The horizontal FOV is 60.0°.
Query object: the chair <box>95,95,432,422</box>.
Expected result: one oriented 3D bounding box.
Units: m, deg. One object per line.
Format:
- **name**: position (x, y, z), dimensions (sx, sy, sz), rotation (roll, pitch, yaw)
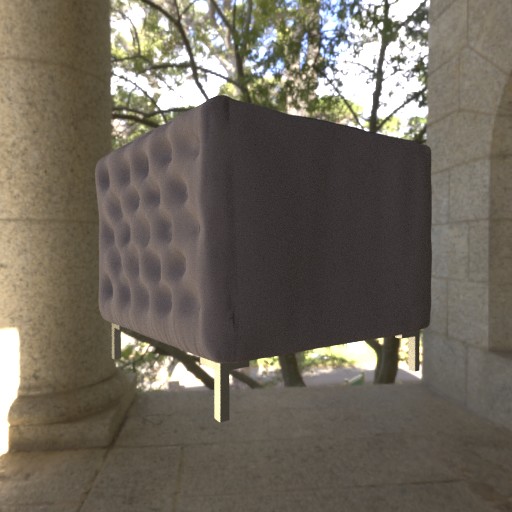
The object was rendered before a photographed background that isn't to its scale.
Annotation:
- **chair**: position (0.000, 0.000, 1.644), dimensions (0.946, 0.807, 0.913), rotation (0, 0, -36)
